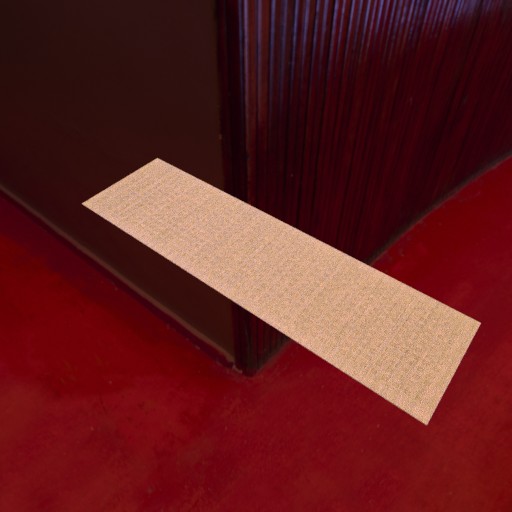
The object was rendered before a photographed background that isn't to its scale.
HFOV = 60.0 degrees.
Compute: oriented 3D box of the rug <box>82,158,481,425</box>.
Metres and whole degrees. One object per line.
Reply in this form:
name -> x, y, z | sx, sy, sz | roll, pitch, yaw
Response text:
rug -> 0.000, 0.000, 2.643 | 2.437, 0.006, 0.686 | 30, 53, 25
